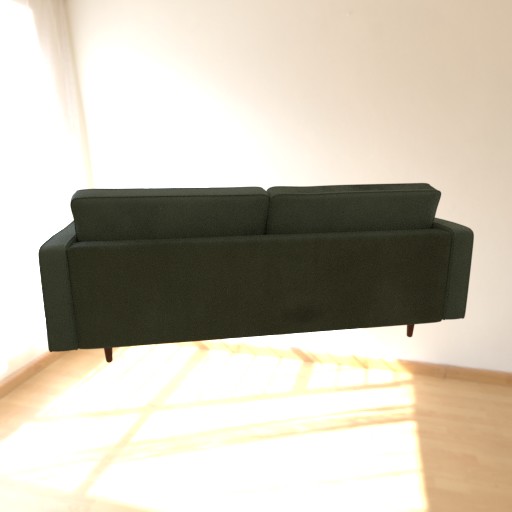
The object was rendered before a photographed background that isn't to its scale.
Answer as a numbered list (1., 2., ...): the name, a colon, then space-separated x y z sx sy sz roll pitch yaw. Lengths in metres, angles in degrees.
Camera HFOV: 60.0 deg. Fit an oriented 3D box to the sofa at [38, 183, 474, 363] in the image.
1. sofa: 0.000 0.000 2.305 1.880 0.772 0.916 -3 15 -10
